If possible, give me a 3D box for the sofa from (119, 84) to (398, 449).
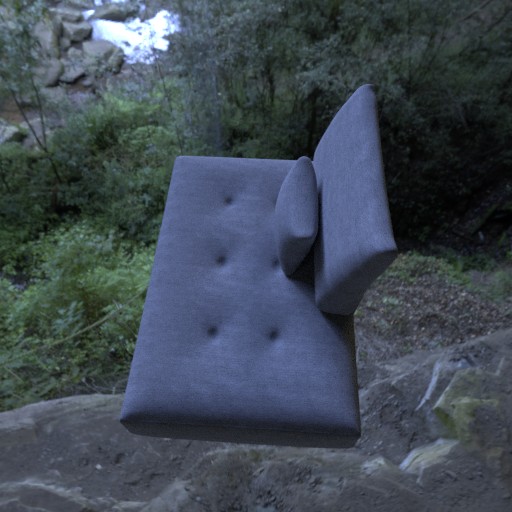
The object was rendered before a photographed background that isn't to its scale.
[{"bbox_3d":[0.000,0.000,1.960,1.002,0.820,1.450,3,58,2],"label":"sofa"}]
